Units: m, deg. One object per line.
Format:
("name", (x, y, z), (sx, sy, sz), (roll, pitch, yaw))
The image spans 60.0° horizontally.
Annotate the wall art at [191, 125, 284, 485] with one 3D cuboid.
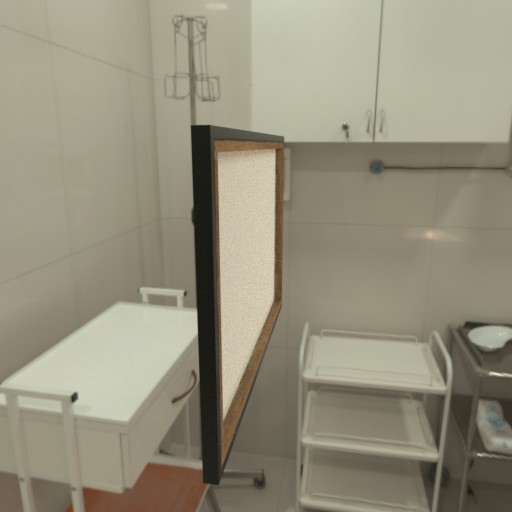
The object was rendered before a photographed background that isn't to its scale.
("wall art", (0.000, 0.000, 0.833), (0.022, 0.446, 0.659), (3, 14, 10))
